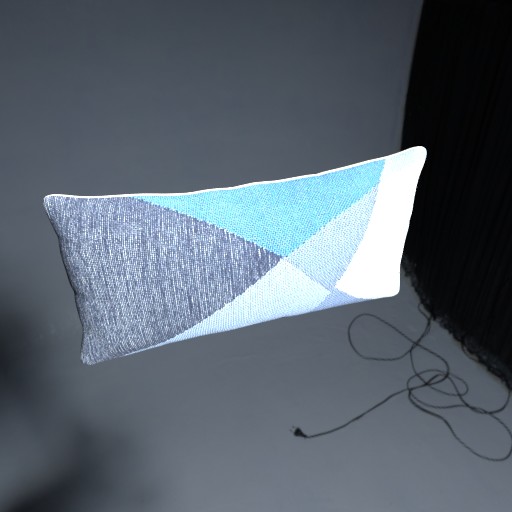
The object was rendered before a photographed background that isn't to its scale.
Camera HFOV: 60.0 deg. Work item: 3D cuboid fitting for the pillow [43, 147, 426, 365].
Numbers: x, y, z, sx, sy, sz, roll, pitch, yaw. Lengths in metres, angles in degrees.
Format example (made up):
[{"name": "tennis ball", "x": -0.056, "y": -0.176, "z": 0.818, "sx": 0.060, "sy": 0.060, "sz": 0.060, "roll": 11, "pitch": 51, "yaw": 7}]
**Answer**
[{"name": "pillow", "x": 0.000, "y": 0.000, "z": 0.732, "sx": 0.604, "sy": 0.307, "sz": 0.148, "roll": -10, "pitch": 34, "yaw": -16}]
